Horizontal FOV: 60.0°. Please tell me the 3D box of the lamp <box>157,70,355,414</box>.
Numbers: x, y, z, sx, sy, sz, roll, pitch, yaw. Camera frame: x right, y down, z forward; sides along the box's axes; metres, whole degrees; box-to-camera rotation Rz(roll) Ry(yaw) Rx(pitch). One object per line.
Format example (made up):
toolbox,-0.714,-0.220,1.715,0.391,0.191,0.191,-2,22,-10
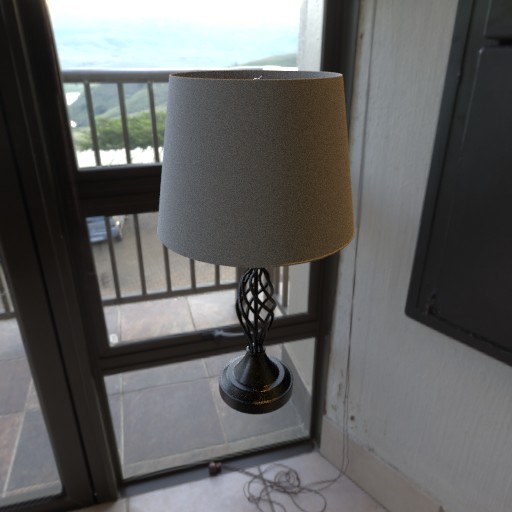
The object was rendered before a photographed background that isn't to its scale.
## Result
lamp,0.000,0.000,0.781,0.331,0.594,0.331,0,25,0
